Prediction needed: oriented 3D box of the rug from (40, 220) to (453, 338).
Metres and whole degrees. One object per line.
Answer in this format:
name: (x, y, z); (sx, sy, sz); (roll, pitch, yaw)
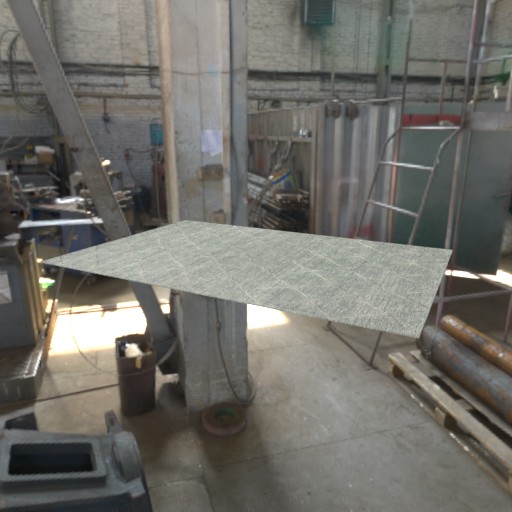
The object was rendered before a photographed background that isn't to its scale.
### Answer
rug: (0.000, 0.000, 2.938); (2.283, 0.006, 1.521); (8, 18, 27)
